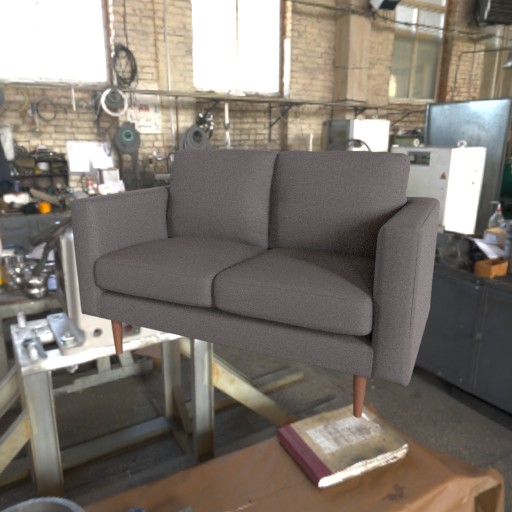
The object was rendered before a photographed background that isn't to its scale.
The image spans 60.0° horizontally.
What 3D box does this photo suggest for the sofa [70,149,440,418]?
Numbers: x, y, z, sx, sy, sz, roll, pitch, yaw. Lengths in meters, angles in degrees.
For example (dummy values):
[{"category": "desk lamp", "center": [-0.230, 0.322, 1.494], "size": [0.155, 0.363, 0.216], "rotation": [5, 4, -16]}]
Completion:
[{"category": "sofa", "center": [0.000, 0.000, 1.961], "size": [1.430, 0.908, 0.796], "rotation": [7, 16, 25]}]
